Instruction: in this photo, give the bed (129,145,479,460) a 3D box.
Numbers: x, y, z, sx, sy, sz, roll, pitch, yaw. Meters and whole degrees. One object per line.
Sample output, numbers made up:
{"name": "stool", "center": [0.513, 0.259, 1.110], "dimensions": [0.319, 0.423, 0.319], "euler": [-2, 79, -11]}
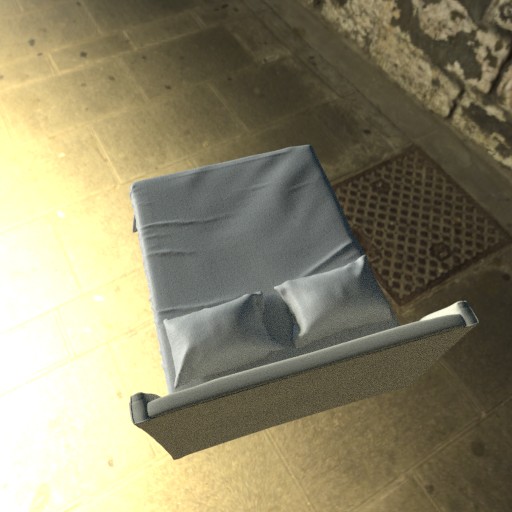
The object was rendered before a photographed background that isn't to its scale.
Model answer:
{"name": "bed", "center": [0.000, 0.000, 3.384], "dimensions": [1.925, 1.332, 2.276], "euler": [-14, 60, -8]}
